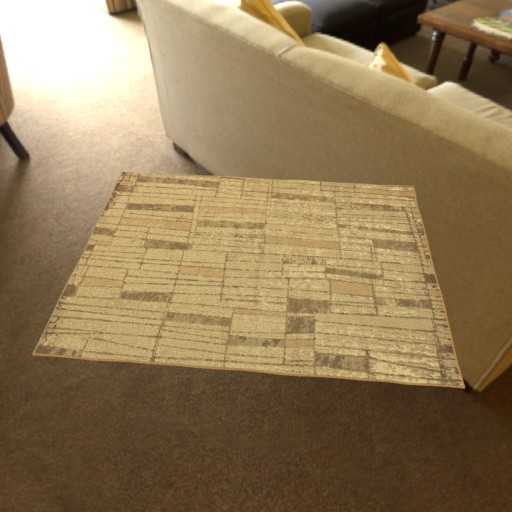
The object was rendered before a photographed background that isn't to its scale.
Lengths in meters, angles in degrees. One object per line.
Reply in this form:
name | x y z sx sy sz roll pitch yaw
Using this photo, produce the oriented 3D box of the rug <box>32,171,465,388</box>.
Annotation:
rug | 0.000 0.000 4.244 3.357 0.019 2.449 4 47 3
